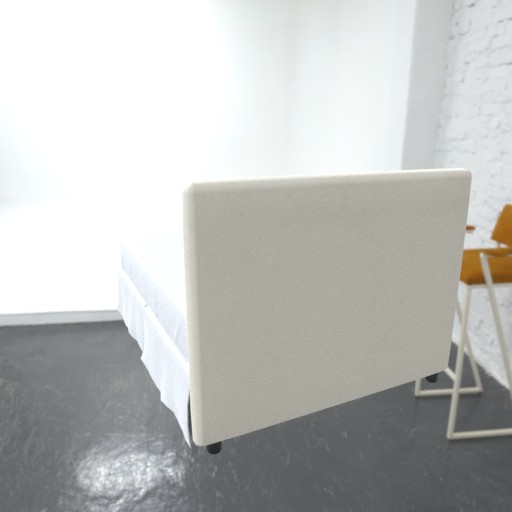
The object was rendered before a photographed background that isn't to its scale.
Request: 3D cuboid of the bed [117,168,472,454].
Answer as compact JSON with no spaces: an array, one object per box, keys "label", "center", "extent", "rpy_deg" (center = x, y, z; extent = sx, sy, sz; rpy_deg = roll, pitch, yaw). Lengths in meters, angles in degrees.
[{"label":"bed","center":[0.000,0.000,3.180],"extent":[1.713,1.330,2.142],"rpy_deg":[-7,17,-25]}]
